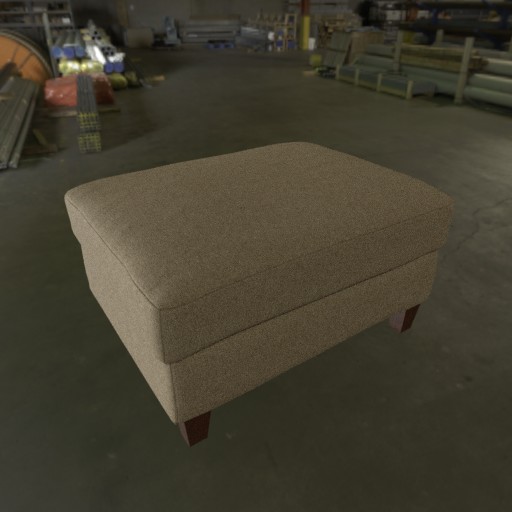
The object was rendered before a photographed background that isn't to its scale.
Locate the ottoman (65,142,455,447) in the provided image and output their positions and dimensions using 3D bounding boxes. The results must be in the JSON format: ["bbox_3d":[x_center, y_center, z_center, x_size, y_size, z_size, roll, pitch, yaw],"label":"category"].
[{"bbox_3d":[0.000,0.000,1.319,0.889,0.511,0.692,-19,35,-29],"label":"ottoman"}]
